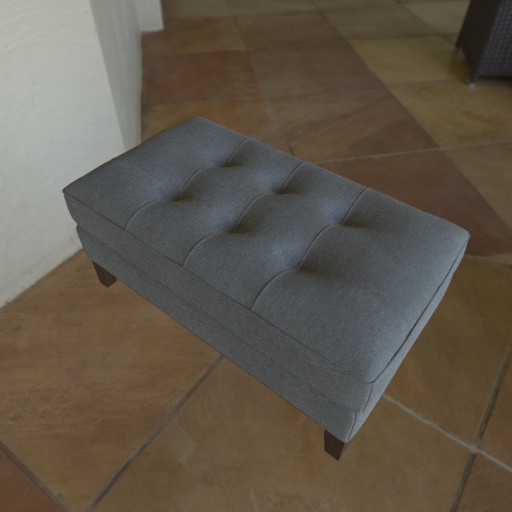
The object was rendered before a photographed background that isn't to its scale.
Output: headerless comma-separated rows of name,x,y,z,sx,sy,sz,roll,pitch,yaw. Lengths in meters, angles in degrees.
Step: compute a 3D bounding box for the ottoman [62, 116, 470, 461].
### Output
ottoman,0.000,0.000,1.487,1.143,0.514,0.648,30,52,26
